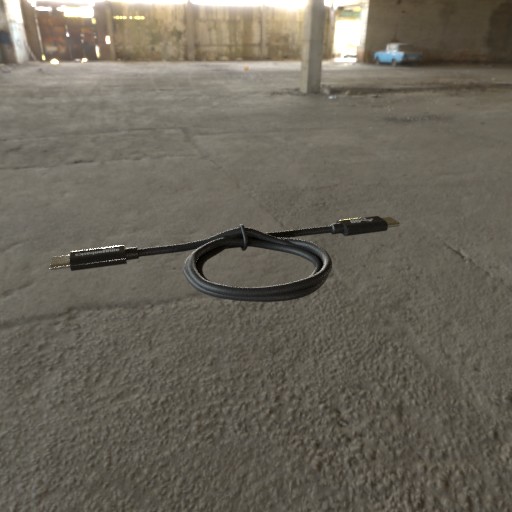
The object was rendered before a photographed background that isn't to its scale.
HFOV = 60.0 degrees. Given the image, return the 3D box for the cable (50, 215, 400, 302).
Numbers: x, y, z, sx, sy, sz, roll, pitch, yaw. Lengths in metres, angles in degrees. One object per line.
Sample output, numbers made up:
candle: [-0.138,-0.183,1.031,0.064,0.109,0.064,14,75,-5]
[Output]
cable: [0.000,0.000,0.210,0.186,0.014,0.070,-8,27,-16]
